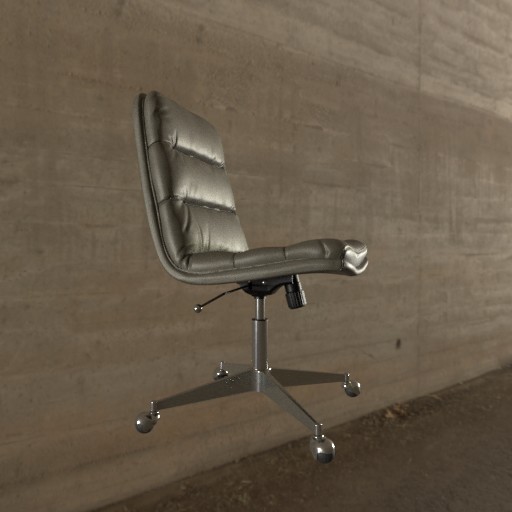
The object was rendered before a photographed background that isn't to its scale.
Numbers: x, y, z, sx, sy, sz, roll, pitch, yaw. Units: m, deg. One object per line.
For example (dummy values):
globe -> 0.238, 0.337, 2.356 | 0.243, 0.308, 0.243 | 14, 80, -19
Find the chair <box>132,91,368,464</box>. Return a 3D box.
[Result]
chair -> 0.000, 0.000, 1.040 | 0.485, 0.738, 0.422 | 0, 1, 19
